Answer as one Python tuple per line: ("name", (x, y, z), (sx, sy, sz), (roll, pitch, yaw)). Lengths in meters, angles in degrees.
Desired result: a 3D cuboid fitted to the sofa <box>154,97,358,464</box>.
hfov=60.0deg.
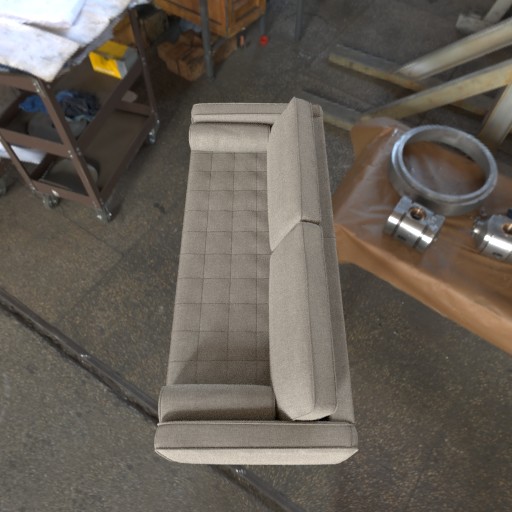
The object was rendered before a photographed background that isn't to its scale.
("sofa", (0.000, 0.000, 2.624), (0.914, 0.762, 2.211), (0, 59, 0))
